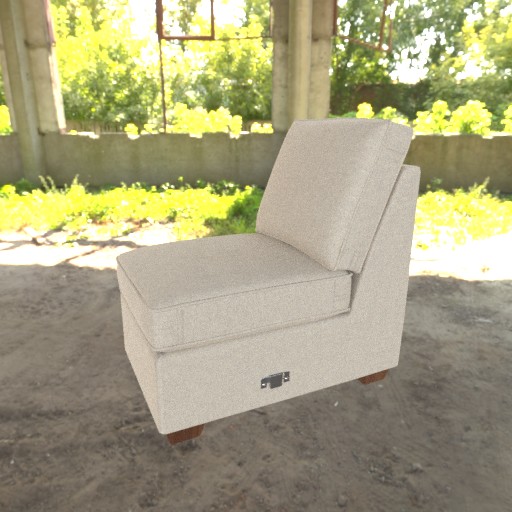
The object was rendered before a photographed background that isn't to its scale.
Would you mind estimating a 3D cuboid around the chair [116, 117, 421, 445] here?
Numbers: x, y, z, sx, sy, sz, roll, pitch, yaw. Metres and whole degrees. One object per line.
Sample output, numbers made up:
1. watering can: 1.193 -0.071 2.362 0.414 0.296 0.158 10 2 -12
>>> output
1. chair: 0.000 0.000 1.625 0.938 0.970 0.621 -8 19 -25
